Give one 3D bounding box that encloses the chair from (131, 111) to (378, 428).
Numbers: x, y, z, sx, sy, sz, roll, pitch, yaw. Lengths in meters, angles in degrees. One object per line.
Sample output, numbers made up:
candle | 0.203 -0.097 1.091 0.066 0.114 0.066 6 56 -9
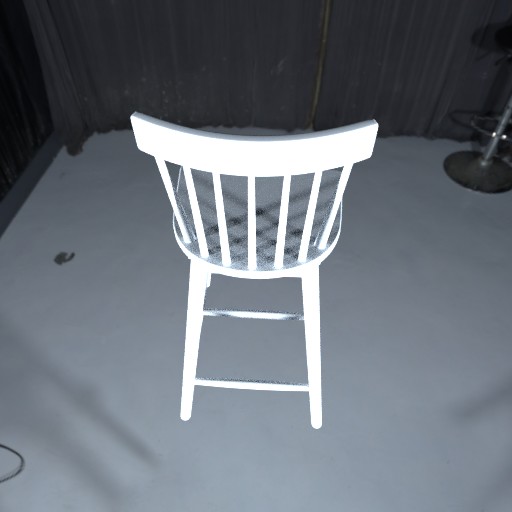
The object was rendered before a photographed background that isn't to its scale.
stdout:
chair | 0.000 0.000 1.250 0.483 0.952 0.572 3 47 2
